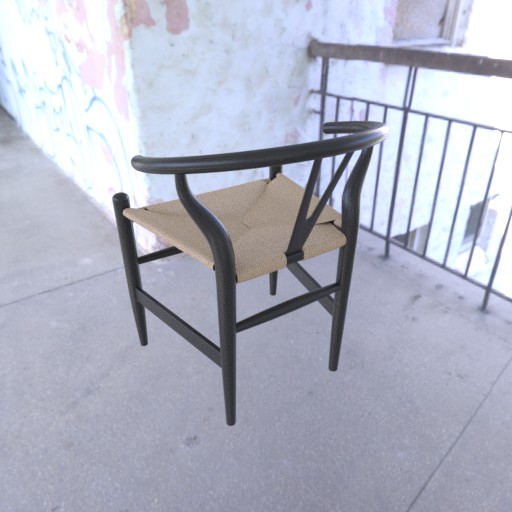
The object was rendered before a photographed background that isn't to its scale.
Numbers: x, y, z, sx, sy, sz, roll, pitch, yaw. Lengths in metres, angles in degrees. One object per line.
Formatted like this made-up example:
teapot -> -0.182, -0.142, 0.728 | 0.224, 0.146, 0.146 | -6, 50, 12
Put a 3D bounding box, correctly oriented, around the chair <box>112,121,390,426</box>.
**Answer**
chair -> 0.000, 0.000, 1.156 | 0.570, 0.739, 0.570 | -18, 35, -29
